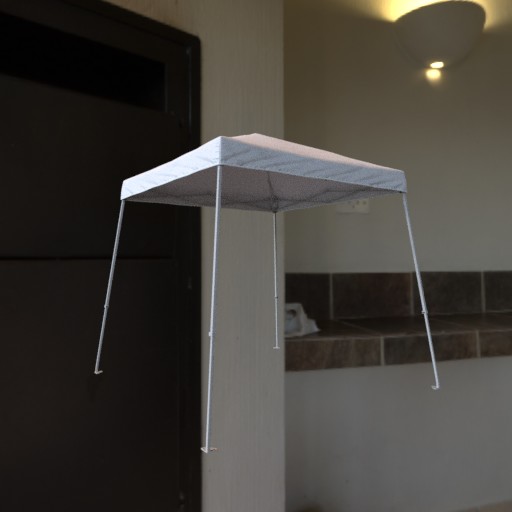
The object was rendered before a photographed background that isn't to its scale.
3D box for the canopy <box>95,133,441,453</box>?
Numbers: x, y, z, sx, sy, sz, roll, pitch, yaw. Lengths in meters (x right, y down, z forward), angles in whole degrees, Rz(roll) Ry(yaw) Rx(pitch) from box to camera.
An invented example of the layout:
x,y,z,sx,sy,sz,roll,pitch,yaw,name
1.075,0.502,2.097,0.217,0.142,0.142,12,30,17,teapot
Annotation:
x,y,z,sx,sy,sz,roll,pitch,yaw,name
0.000,0.000,5.127,2.849,2.849,2.848,1,-1,-35,canopy
